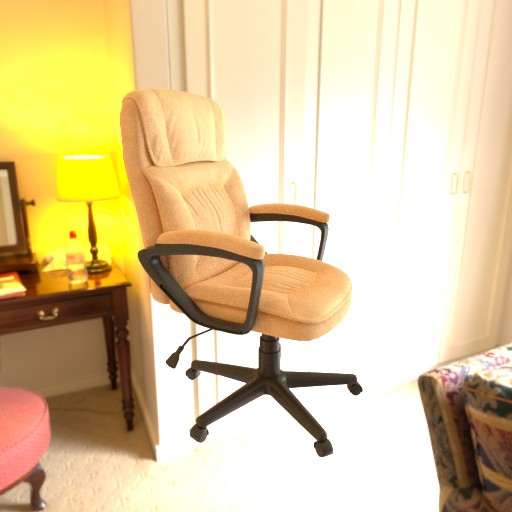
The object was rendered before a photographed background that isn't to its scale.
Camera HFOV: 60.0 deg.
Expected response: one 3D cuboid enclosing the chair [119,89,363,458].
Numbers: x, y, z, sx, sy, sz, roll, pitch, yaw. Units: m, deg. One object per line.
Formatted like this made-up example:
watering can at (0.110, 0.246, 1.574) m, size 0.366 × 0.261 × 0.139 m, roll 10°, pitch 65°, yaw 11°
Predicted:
chair at (0.000, 0.000, 1.537) m, size 0.724 × 1.105 × 0.667 m, roll 8°, pitch 17°, yaw 26°
